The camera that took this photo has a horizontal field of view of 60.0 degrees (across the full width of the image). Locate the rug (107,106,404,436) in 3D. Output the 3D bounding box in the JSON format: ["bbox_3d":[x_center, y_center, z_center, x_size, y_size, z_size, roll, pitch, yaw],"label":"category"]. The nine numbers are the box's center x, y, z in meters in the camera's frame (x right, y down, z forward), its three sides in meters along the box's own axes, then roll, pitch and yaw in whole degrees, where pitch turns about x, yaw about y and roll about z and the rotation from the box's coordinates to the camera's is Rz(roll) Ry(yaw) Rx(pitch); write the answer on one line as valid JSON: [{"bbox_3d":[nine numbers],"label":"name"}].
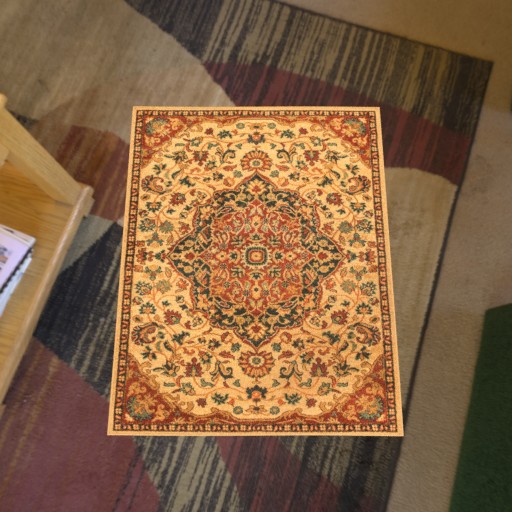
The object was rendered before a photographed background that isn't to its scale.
[{"bbox_3d":[0.000,0.000,4.038,2.454,0.005,3.067,0,76,0],"label":"rug"}]
